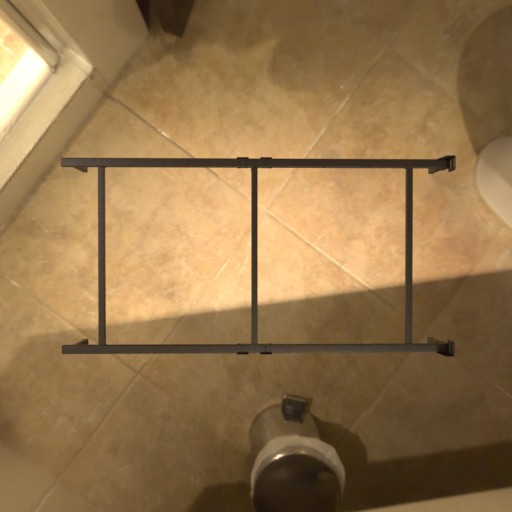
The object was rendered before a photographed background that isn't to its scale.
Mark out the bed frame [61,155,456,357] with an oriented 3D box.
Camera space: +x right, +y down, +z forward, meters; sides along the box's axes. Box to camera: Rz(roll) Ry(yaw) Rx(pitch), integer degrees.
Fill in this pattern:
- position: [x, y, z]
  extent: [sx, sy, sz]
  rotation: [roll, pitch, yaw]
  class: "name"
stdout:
- position: [0.000, 0.000, 2.222]
  extent: [1.897, 0.248, 0.968]
  rotation: [0, 91, -1]
  class: "bed frame"
